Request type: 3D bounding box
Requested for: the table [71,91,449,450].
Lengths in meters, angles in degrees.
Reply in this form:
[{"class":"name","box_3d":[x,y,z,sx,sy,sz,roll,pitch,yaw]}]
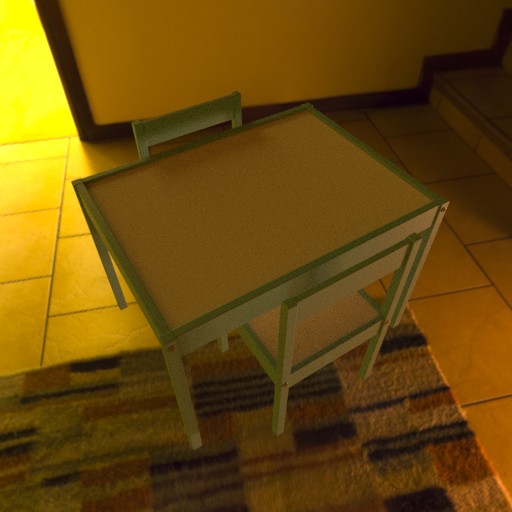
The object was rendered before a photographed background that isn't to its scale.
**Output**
[{"class":"table","box_3d":[0.000,0.000,1.080,0.639,0.503,0.633,-25,52,-21]}]
